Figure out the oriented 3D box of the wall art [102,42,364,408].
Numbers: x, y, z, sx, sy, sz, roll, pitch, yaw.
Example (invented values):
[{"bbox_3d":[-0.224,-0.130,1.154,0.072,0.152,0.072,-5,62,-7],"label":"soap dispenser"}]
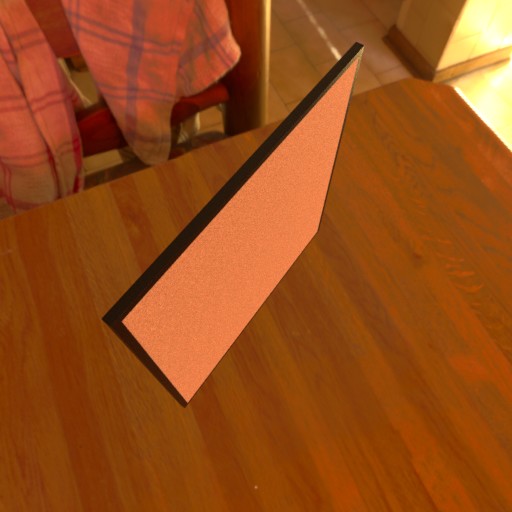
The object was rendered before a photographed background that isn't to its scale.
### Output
[{"bbox_3d":[0.000,0.000,0.681,0.012,0.458,0.457,32,67,16],"label":"wall art"}]
